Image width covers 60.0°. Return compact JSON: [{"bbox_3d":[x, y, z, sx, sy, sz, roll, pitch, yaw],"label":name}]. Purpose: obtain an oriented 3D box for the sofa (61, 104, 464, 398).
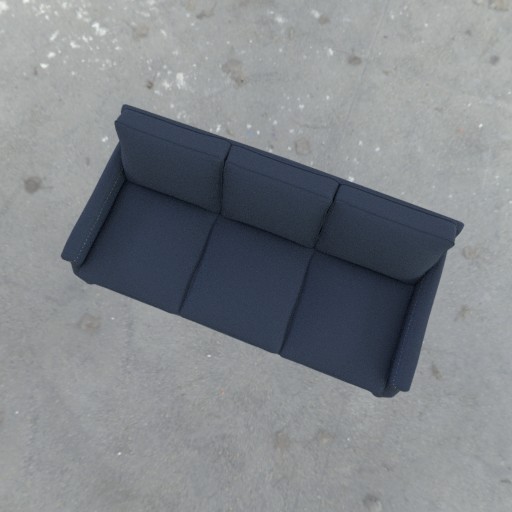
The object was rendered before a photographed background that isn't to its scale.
[{"bbox_3d":[0.000,0.000,2.854,2.246,1.003,1.084,20,77,5],"label":"sofa"}]
